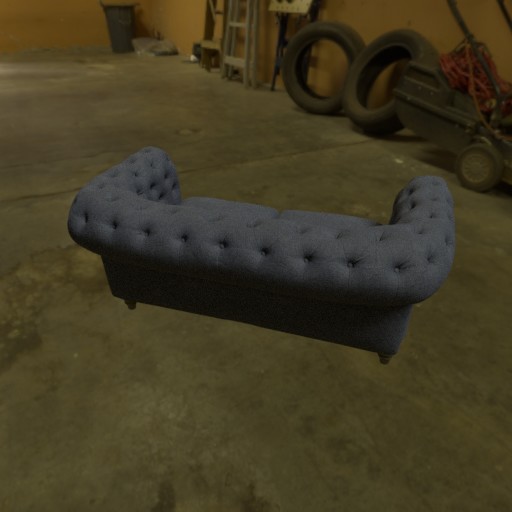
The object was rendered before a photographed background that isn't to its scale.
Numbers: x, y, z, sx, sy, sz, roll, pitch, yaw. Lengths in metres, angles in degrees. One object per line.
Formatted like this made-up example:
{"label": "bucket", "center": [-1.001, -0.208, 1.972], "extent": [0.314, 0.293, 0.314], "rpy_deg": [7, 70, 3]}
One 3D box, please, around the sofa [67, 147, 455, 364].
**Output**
{"label": "sofa", "center": [0.000, 0.000, 2.486], "extent": [1.988, 0.833, 1.082], "rpy_deg": [9, 32, 15]}
